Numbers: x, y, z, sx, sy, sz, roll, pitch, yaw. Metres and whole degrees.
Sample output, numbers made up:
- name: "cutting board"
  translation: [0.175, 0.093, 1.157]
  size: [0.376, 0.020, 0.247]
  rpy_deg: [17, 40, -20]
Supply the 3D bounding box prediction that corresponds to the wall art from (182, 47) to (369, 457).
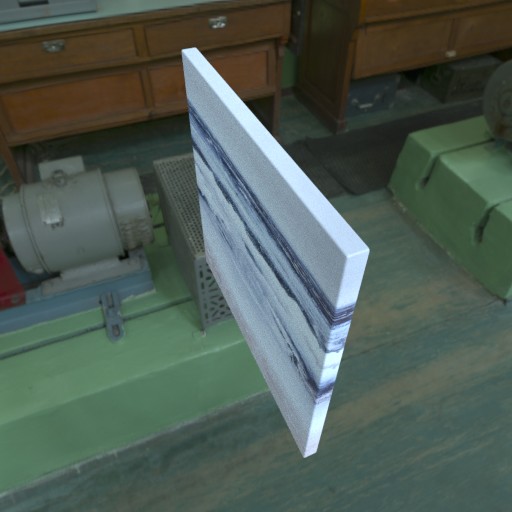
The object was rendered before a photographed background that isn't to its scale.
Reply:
- name: "wall art"
  translation: [0.000, 0.000, 1.109]
  size: [0.065, 0.747, 0.755]
  rpy_deg: [-18, 49, -16]
